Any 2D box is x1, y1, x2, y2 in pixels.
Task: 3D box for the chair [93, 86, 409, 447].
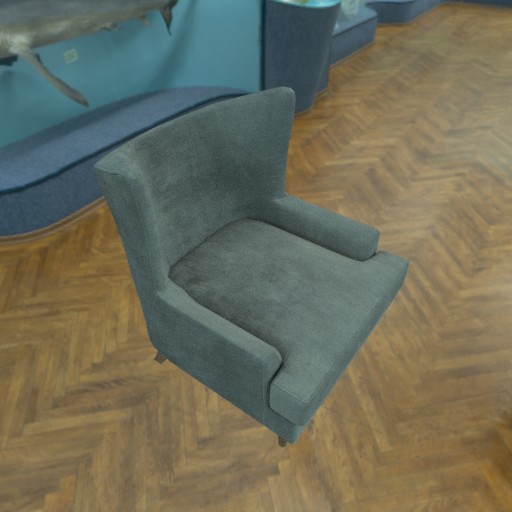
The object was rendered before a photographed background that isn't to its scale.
[{"bbox_3d":[0.000,0.000,1.612,0.906,0.950,0.784,25,46,27],"label":"chair"}]
